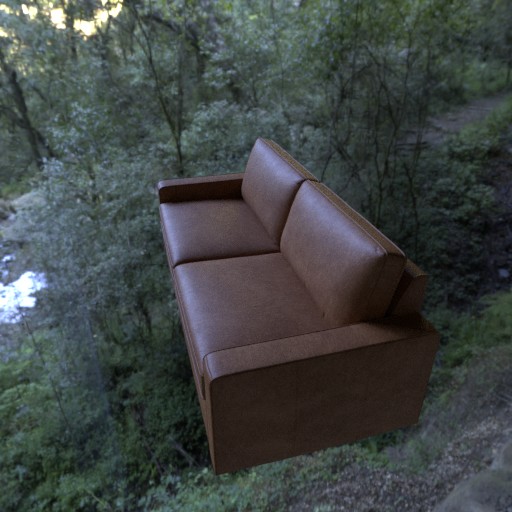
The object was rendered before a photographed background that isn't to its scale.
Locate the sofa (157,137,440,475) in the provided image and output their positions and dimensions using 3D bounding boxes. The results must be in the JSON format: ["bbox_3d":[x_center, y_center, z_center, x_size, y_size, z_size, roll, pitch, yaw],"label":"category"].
[{"bbox_3d":[0.000,0.000,2.635,0.991,0.928,2.156,-8,31,-14],"label":"sofa"}]
